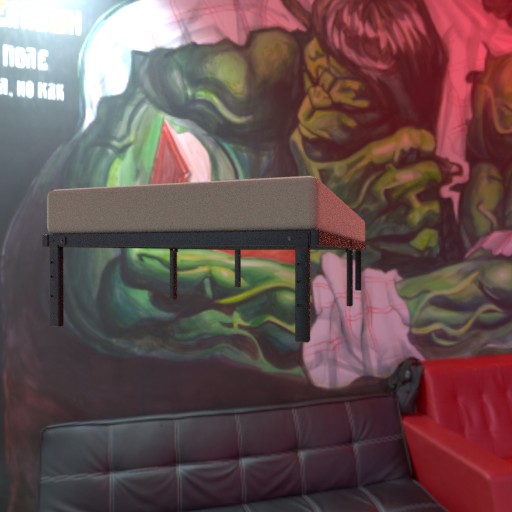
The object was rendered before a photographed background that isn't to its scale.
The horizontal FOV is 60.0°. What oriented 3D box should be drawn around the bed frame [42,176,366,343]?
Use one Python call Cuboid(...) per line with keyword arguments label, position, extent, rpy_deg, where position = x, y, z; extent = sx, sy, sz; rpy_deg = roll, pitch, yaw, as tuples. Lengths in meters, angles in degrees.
Cuboid(label="bed frame", position=(0.000, 0.000, 3.231), extent=(1.393, 0.680, 2.635), rpy_deg=(0, 0, 18))
